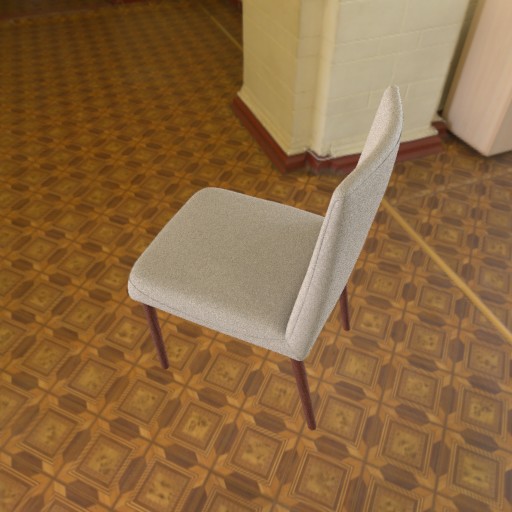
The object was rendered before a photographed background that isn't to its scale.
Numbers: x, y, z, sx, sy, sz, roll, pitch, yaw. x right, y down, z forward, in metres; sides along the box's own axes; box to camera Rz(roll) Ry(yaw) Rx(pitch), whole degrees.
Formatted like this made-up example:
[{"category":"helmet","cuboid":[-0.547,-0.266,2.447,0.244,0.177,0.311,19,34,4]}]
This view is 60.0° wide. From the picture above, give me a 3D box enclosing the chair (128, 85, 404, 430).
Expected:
[{"category":"chair","cuboid":[0.000,0.000,1.176,0.570,0.859,0.456,17,48,16]}]
